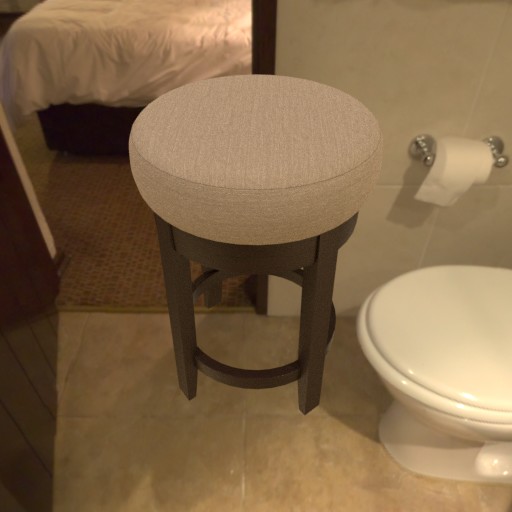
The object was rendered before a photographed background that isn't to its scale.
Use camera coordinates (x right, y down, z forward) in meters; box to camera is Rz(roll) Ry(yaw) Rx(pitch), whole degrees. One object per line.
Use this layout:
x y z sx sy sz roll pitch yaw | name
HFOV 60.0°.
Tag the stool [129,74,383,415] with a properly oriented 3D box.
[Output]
0.000 0.000 0.968 0.443 0.672 0.443 0 41 0 | stool
